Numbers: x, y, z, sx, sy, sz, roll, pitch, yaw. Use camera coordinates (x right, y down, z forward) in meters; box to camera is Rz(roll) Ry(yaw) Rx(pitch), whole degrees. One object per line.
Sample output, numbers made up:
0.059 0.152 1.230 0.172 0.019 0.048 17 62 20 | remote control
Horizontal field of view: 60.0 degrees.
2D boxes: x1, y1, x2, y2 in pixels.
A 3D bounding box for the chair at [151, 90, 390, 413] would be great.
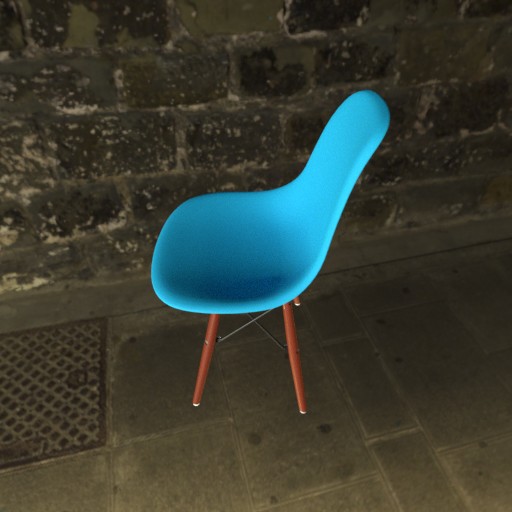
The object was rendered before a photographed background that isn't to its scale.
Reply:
0.000 0.000 1.175 0.533 0.826 0.470 0 42 0 | chair
